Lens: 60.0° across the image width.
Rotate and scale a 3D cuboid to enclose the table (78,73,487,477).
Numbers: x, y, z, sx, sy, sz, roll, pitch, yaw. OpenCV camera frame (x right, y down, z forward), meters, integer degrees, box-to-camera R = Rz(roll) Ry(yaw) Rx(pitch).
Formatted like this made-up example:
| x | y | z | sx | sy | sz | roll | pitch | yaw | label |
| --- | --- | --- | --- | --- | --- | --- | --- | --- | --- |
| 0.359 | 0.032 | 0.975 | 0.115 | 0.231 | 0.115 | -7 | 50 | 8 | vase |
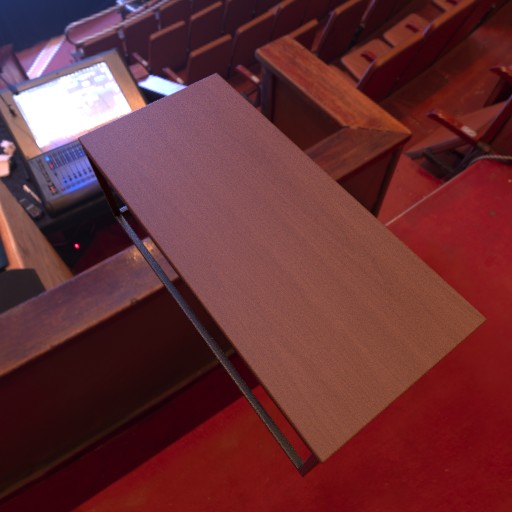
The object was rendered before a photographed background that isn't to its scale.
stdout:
| x | y | z | sx | sy | sz | roll | pitch | yaw | label |
| --- | --- | --- | --- | --- | --- | --- | --- | --- | --- |
| 0.000 | 0.000 | 1.335 | 0.500 | 0.400 | 1.100 | -33 | 64 | -18 | table |
